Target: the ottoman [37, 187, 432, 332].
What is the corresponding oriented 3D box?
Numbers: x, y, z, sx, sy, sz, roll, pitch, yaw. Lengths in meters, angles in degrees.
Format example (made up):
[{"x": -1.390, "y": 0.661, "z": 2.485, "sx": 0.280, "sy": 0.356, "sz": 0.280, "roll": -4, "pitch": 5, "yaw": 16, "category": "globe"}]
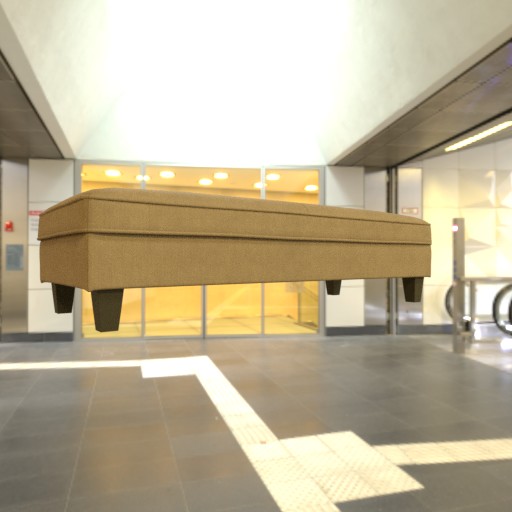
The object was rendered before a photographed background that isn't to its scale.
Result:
[{"x": 0.000, "y": 0.000, "z": 2.063, "sx": 1.764, "sy": 0.470, "sz": 0.751, "roll": 0, "pitch": -1, "yaw": -36, "category": "ottoman"}]
